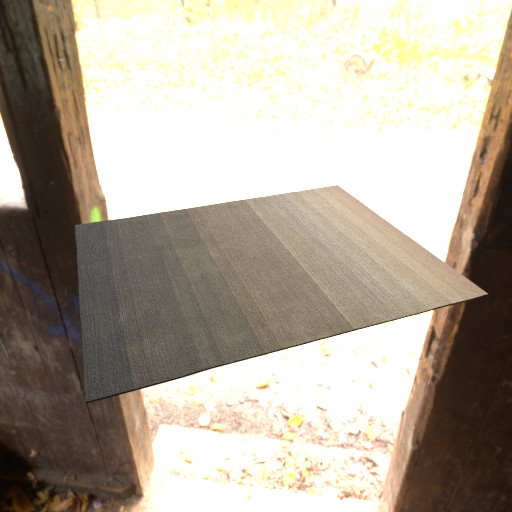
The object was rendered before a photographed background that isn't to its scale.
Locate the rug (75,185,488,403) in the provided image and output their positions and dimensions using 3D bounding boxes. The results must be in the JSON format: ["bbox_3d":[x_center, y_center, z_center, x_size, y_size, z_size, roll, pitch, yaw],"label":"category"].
[{"bbox_3d":[0.000,0.000,3.864,2.932,0.015,2.315,-11,33,-17],"label":"rug"}]
